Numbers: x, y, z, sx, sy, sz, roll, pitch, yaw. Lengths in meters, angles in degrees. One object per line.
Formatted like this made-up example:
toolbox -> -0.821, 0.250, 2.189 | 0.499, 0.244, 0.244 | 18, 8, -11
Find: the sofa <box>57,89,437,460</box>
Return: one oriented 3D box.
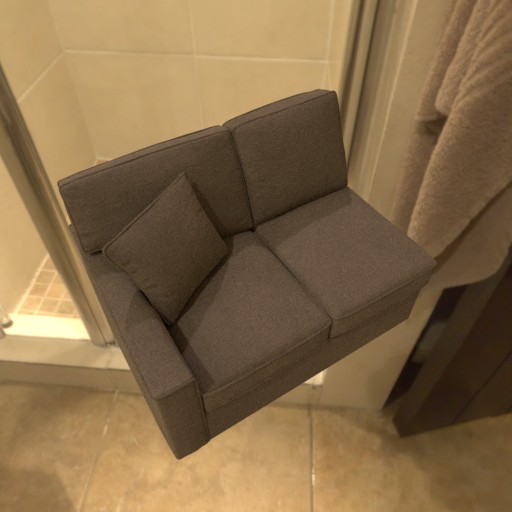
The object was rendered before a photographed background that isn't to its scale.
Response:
sofa -> 0.000, 0.000, 2.043 | 1.388, 0.989, 0.991 | -25, 52, -22
